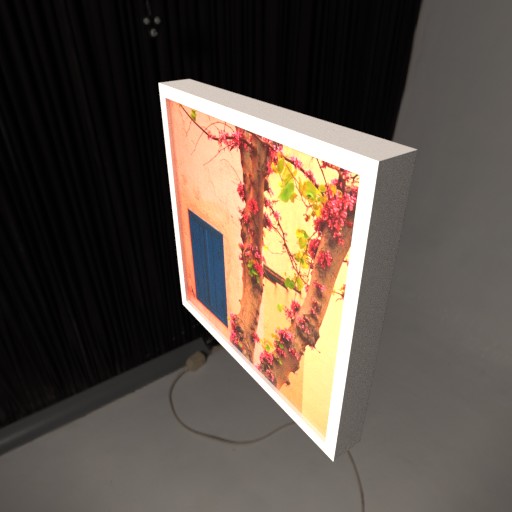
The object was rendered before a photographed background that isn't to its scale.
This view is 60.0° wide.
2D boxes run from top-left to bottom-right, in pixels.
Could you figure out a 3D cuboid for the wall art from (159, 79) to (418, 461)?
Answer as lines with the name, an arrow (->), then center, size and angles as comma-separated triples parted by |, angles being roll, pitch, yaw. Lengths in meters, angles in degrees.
wall art -> 0.000, 0.000, 0.463 | 0.038, 0.302, 0.305 | -21, 37, -30
